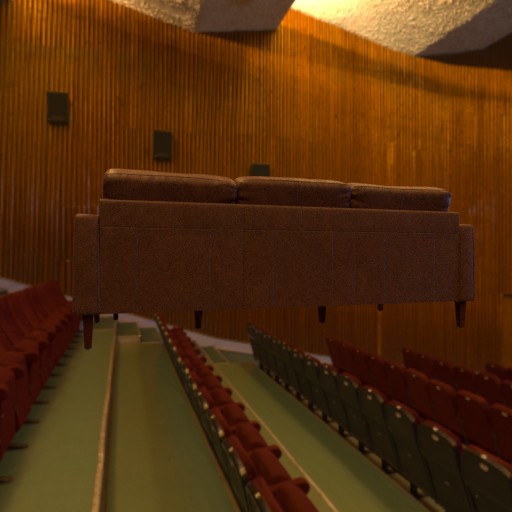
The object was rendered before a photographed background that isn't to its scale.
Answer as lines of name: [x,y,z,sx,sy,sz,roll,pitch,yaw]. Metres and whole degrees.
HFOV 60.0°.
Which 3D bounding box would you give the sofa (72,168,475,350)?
sofa: [0.000,0.000,3.003,2.185,0.841,1.613,0,0,-17]
